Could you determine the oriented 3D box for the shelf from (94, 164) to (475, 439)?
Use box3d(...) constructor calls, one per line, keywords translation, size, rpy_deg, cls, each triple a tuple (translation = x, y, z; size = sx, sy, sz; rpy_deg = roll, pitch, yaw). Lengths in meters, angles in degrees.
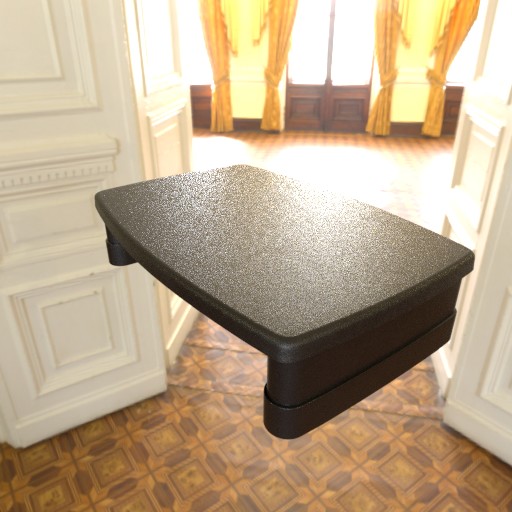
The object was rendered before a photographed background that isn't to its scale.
box3d(translation=(0.000, 0.000, 0.521), size=(0.280, 0.100, 0.410), rpy_deg=(-18, 32, -32), cls="shelf")
